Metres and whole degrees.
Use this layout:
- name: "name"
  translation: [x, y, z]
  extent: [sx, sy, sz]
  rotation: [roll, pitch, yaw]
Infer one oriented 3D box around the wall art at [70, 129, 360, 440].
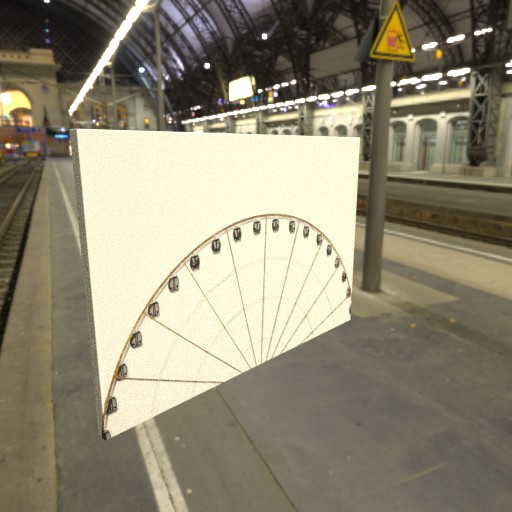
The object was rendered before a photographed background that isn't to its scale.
- name: "wall art"
  translation: [0.000, 0.000, 1.452]
  extent: [0.038, 0.767, 1.144]
  rotation: [13, 19, 43]
